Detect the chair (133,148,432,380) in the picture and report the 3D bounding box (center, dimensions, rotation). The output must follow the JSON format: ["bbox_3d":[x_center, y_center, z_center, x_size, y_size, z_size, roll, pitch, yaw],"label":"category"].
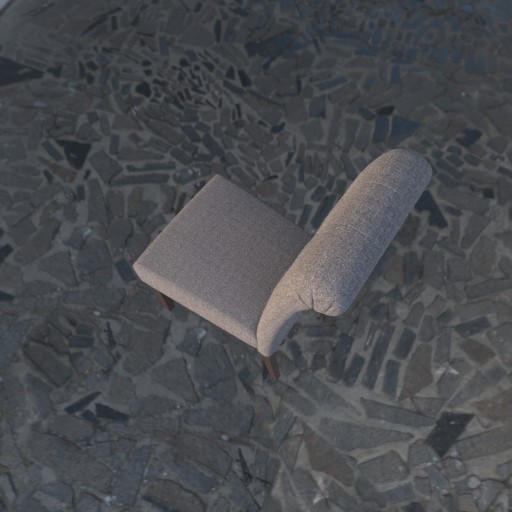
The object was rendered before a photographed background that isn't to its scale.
[{"bbox_3d":[0.000,0.000,1.374,0.671,1.006,0.456,32,67,15],"label":"chair"}]
